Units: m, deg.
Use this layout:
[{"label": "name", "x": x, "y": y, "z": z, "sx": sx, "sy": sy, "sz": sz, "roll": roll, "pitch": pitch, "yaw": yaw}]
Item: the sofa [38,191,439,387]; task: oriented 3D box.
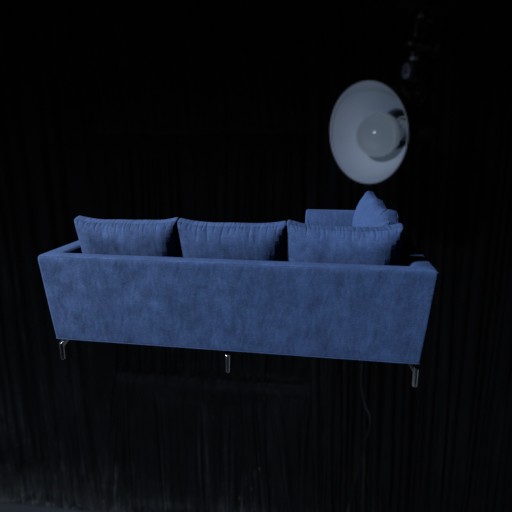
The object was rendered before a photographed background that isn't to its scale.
[{"label": "sofa", "x": 0.000, "y": 0.000, "z": 3.896, "sx": 2.463, "sy": 0.988, "sz": 2.472, "roll": 2, "pitch": 14, "yaw": 9}]
